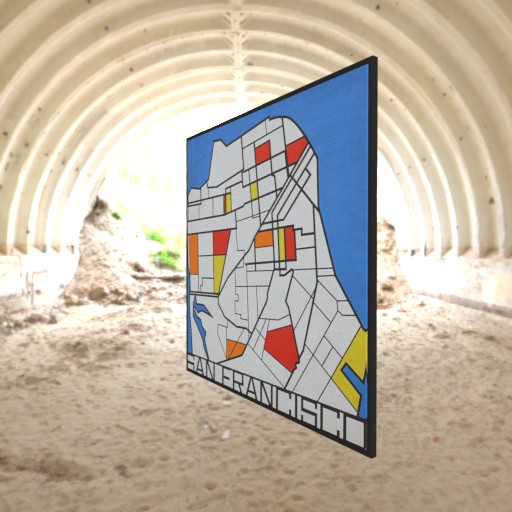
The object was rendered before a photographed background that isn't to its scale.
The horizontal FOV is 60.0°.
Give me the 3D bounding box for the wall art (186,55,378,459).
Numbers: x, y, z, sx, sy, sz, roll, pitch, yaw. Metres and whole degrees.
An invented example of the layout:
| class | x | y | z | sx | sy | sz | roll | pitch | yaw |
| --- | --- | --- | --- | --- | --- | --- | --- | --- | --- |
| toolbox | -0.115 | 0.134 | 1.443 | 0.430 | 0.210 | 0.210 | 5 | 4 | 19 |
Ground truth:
| class | x | y | z | sx | sy | sz | roll | pitch | yaw |
| --- | --- | --- | --- | --- | --- | --- | --- | --- | --- |
| wall art | 0.000 | 0.000 | 0.999 | 0.015 | 0.663 | 0.664 | -1 | 1 | -36 |
